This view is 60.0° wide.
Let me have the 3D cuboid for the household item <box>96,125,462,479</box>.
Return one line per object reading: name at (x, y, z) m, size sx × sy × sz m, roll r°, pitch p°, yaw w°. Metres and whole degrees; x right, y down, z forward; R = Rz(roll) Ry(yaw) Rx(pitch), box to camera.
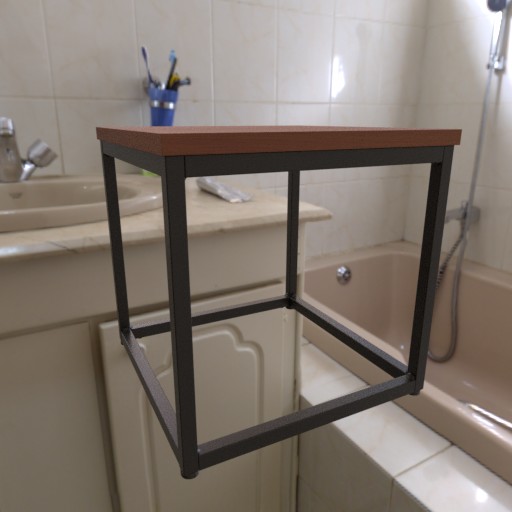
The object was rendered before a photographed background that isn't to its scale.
household item at (0.000, 0.000, 0.720) m, size 0.400 × 0.400 × 0.400 m, roll -9°, pitch 19°, yaw -26°
